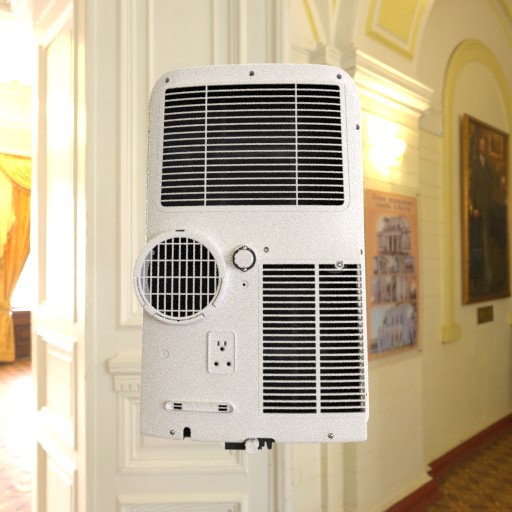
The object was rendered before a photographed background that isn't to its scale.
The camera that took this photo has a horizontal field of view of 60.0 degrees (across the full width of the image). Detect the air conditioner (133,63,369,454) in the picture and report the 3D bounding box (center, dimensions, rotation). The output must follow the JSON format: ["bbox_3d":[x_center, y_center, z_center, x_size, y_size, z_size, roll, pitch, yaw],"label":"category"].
[{"bbox_3d":[0.000,0.000,1.044,0.478,0.765,0.467,0,-1,3],"label":"air conditioner"}]
